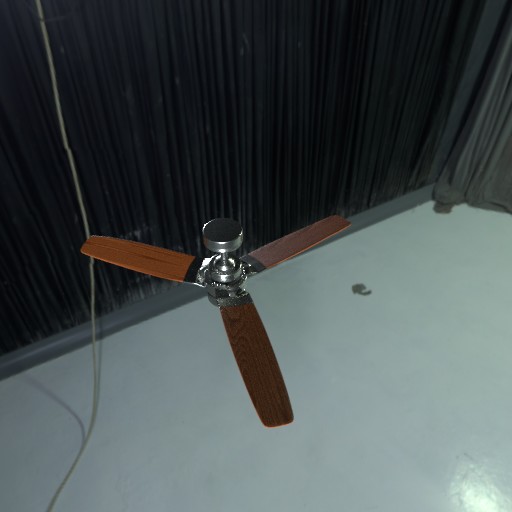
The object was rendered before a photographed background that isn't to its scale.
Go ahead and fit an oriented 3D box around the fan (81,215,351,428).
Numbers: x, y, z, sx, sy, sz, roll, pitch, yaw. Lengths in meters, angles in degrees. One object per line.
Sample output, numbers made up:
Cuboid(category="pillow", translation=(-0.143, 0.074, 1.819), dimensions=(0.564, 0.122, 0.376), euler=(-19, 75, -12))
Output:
Cuboid(category="fan", translation=(0.000, 0.000, 2.095), dimensions=(1.271, 0.410, 1.416), euler=(-26, 48, -26))
